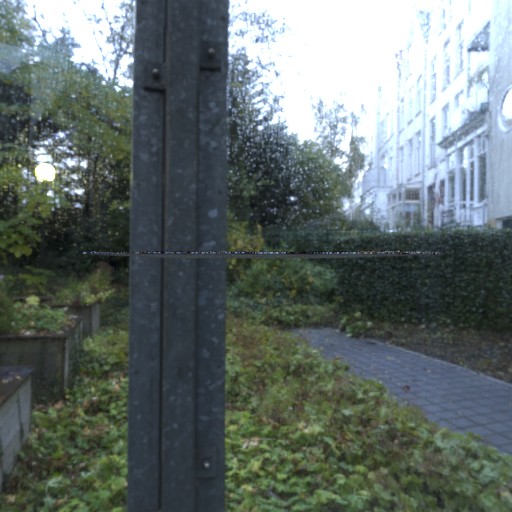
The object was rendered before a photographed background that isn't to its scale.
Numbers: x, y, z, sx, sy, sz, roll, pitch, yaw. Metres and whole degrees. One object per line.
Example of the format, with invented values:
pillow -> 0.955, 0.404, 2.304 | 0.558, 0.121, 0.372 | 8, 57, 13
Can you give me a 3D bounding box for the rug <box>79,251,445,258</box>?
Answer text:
rug -> 0.000, 0.000, 2.302 | 1.217, 0.012, 1.848 | 0, -1, -2
